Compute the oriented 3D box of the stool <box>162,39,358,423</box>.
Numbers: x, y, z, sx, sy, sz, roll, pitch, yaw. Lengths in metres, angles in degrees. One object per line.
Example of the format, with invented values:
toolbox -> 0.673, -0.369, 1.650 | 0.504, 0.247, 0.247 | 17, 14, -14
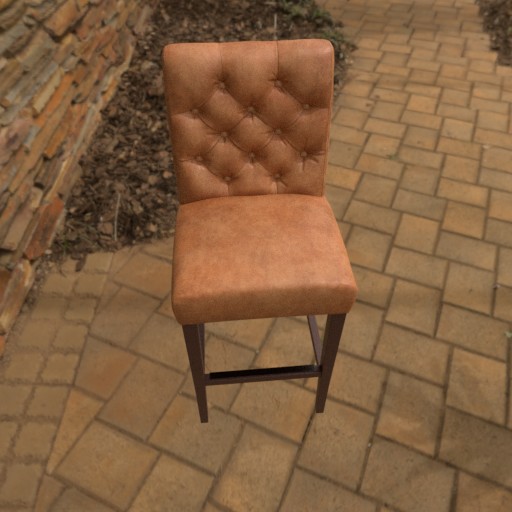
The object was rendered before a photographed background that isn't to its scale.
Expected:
stool -> 0.000, 0.000, 1.426 | 0.493, 1.140, 0.601 | -4, 46, -3
